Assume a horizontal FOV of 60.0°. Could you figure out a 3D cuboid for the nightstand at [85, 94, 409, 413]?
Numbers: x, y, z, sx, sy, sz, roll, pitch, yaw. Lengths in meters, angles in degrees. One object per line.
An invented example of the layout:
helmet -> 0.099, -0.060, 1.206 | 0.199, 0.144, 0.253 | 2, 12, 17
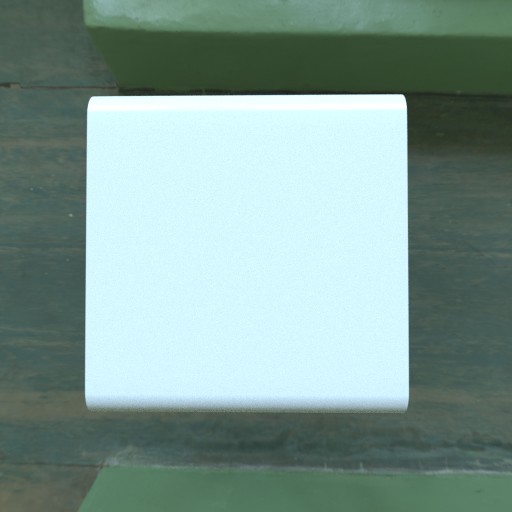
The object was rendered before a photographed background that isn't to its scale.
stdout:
nightstand -> 0.000, 0.000, 0.756 | 0.404, 0.447, 0.399 | 0, 89, 1
